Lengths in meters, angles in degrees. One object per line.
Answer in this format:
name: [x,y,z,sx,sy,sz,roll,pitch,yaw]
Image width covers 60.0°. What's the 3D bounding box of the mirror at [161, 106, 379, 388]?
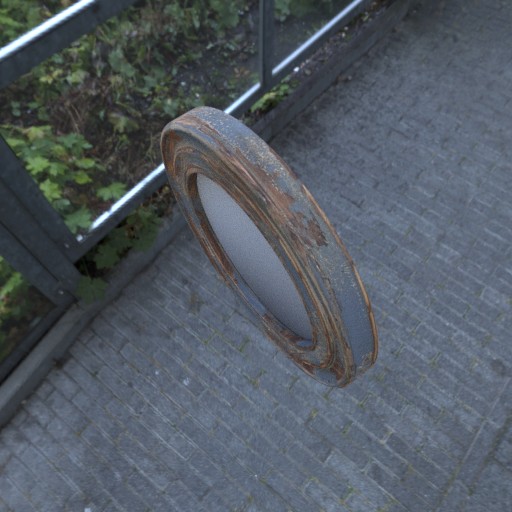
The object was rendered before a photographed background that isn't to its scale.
mirror: [0.000,0.000,0.866,0.061,0.585,0.585,-34,68,-16]
